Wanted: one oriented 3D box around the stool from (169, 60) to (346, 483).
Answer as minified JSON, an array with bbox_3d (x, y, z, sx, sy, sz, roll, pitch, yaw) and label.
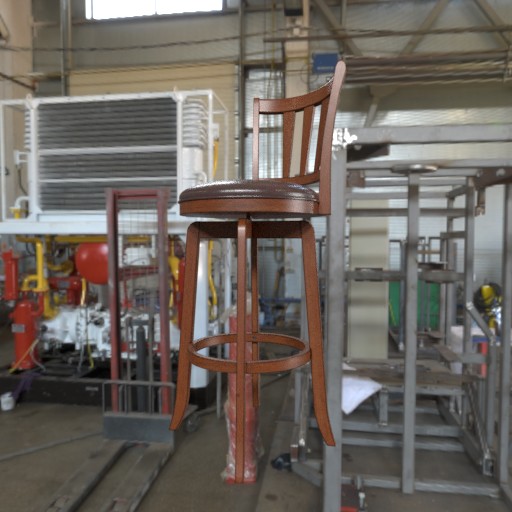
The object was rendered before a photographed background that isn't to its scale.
[{"bbox_3d":[0.000,0.000,1.436,0.503,1.177,0.464,-2,3,-36],"label":"stool"}]
